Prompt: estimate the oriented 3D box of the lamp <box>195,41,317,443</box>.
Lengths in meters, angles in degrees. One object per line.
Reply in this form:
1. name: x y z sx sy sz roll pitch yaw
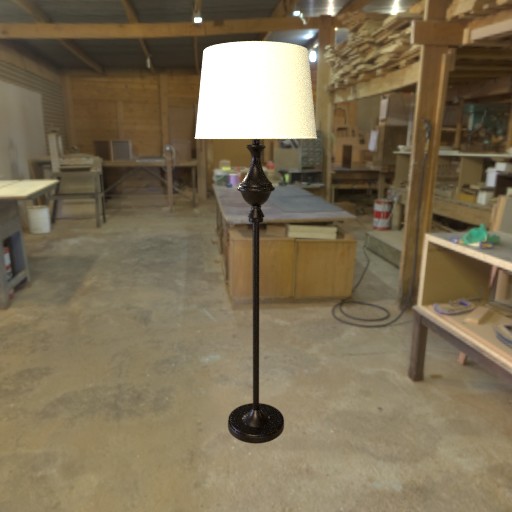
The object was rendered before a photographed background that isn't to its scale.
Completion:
1. lamp: 0.000 0.000 1.688 0.431 1.484 0.431 0 15 0
